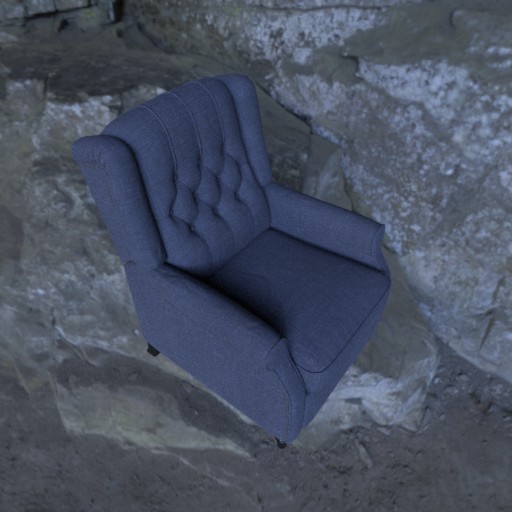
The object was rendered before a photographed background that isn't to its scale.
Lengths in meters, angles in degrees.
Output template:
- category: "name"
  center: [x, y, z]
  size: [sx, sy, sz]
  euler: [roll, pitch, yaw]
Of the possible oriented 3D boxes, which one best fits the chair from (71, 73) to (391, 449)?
- category: "chair"
  center: [0.000, 0.000, 1.605]
  size: [0.898, 1.035, 0.742]
  euler: [28, 50, 26]
